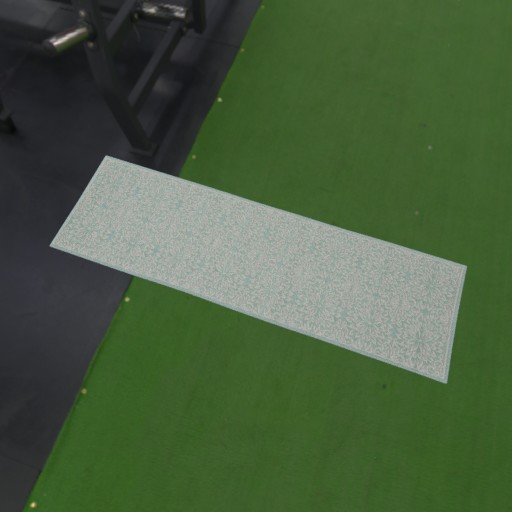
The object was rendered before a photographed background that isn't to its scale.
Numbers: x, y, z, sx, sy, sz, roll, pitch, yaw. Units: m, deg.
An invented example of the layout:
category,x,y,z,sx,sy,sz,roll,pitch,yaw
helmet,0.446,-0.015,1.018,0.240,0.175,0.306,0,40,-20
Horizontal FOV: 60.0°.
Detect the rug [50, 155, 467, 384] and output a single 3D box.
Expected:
category,x,y,z,sx,sy,sz,roll,pitch,yaw
rug,0.000,0.000,2.430,2.196,0.011,0.662,18,66,8
